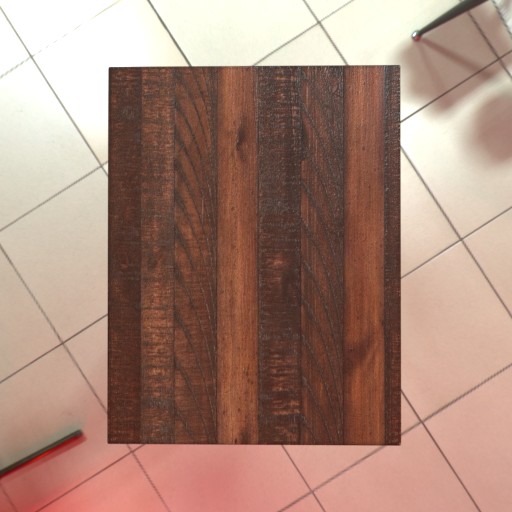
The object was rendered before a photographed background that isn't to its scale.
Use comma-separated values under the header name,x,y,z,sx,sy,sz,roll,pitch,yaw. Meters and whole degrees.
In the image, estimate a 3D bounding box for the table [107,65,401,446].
name,x,y,z,sx,sy,sz,roll,pitch,yaw
table,0.000,0.000,1.098,0.524,0.612,0.678,0,90,1
